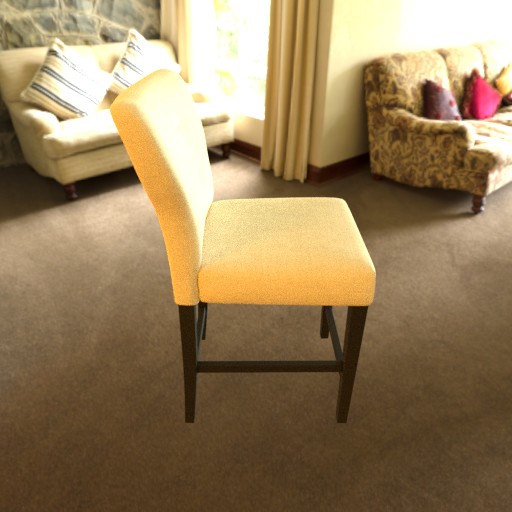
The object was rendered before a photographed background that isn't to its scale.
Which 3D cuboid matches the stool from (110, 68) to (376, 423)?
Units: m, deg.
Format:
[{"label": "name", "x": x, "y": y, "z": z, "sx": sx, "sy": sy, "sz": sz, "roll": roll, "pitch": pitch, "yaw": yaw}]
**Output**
[{"label": "stool", "x": 0.000, "y": 0.000, "z": 1.305, "sx": 0.603, "sy": 0.972, "sz": 0.514, "roll": 0, "pitch": 31, "yaw": 0}]
